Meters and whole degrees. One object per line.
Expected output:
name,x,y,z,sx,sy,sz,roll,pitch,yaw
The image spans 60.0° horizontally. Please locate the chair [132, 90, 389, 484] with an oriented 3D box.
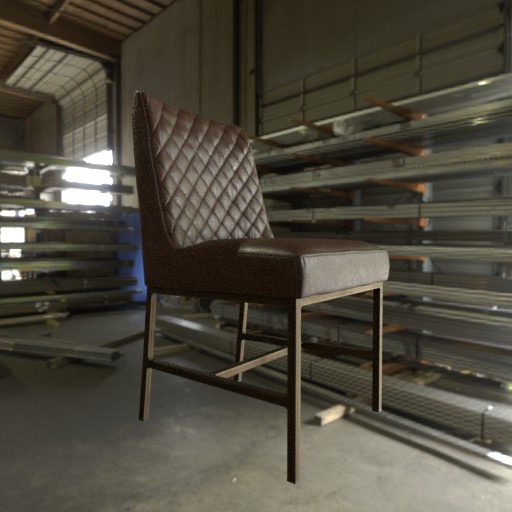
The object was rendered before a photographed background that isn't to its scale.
chair,0.000,0.000,1.223,0.587,0.889,0.508,1,3,36
